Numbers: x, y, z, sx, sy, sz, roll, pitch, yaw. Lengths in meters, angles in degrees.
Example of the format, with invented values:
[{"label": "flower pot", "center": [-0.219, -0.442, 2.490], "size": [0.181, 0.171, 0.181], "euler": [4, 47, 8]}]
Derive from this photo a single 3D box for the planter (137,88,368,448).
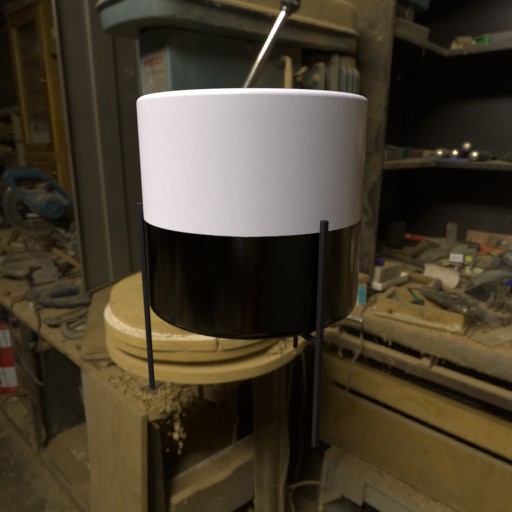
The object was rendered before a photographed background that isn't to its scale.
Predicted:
[{"label": "planter", "center": [0.000, 0.000, 0.647], "size": [0.310, 0.432, 0.310], "euler": [14, 21, 43]}]
